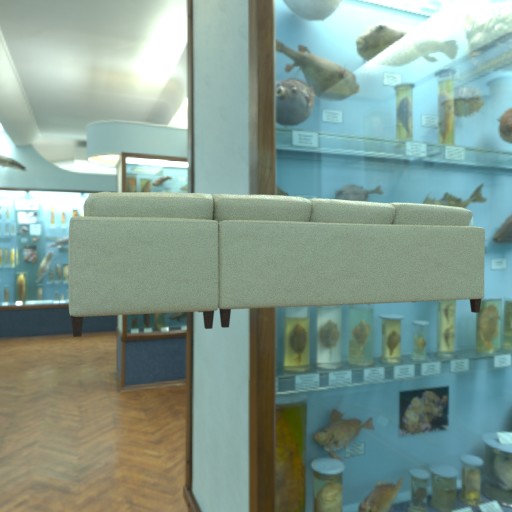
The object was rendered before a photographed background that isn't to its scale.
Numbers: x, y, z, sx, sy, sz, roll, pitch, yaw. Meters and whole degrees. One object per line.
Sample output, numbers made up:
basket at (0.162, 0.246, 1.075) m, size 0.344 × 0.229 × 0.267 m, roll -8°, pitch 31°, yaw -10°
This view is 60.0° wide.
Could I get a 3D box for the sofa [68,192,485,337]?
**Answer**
sofa at (0.000, 0.000, 4.405) m, size 3.302 × 0.947 × 2.593 m, roll 0°, pitch 1°, yaw -19°
